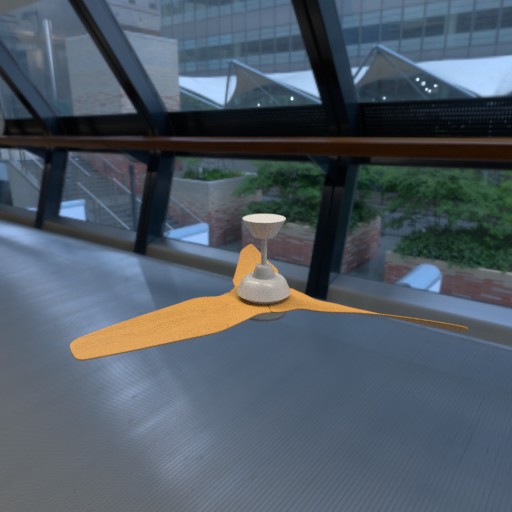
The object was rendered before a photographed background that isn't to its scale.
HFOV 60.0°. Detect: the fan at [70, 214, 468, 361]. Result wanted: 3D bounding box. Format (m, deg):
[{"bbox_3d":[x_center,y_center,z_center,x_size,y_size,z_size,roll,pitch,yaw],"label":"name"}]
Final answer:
[{"bbox_3d":[0.000,0.000,1.674,1.142,0.355,1.010,-2,17,-8],"label":"fan"}]
